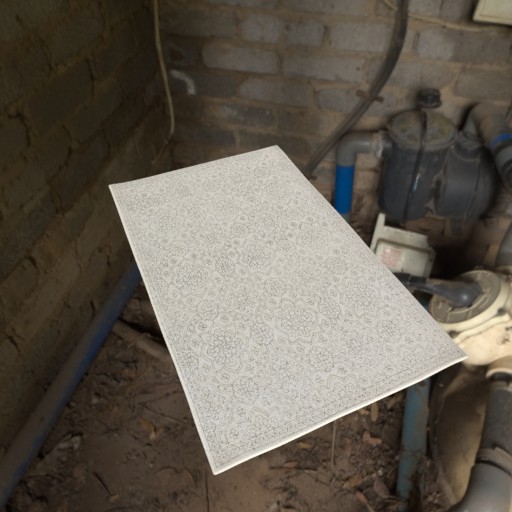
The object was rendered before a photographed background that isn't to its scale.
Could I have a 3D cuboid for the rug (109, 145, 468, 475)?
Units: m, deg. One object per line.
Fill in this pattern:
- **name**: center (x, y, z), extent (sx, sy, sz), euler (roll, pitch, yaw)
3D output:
- **rug**: center (0.000, 0.000, 2.425), extent (1.214, 0.023, 1.947), euler (-18, 48, -17)
